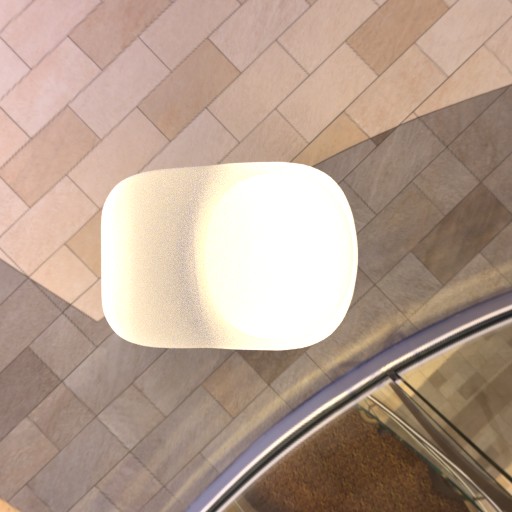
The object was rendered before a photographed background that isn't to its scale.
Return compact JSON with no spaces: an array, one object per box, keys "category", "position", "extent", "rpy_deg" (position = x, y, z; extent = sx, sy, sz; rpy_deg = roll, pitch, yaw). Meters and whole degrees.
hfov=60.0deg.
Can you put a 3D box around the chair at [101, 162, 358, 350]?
[{"category":"chair","position":[0.000,0.000,1.201],"extent":[0.550,0.850,0.485],"rpy_deg":[0,91,0]}]
